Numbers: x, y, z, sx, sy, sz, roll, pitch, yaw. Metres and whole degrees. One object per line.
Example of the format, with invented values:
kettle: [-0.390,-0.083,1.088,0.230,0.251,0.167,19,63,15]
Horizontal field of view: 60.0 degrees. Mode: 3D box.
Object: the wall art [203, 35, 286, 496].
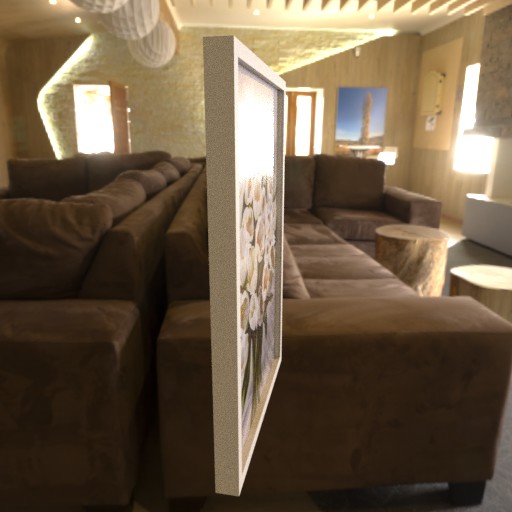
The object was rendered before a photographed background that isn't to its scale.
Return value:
wall art: [0.000,0.000,0.824,0.038,0.657,0.450,3,15,11]
